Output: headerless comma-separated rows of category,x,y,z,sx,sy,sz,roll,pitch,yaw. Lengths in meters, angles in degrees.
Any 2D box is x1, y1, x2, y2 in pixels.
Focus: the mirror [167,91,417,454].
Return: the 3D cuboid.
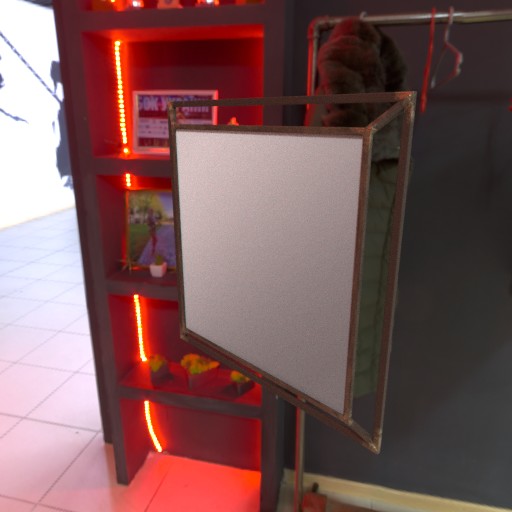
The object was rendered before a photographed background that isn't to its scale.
mirror,0.000,0.000,0.906,0.032,0.610,0.610,-16,24,-42
